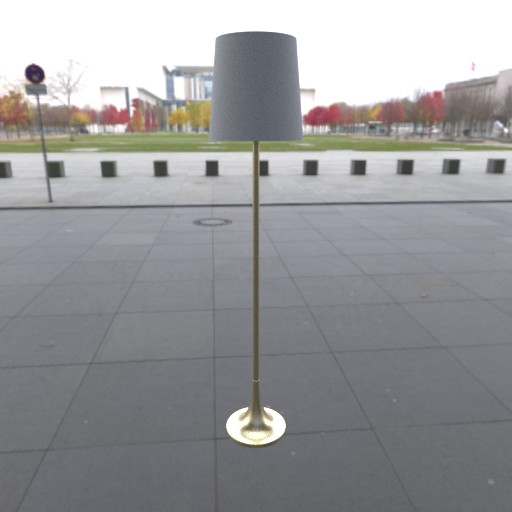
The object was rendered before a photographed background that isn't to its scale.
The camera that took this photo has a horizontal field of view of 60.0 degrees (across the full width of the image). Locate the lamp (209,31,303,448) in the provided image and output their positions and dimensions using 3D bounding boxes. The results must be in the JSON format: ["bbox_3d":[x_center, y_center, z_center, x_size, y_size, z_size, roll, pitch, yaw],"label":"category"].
[{"bbox_3d":[0.000,0.000,1.707,0.337,1.543,0.337,0,16,0],"label":"lamp"}]
